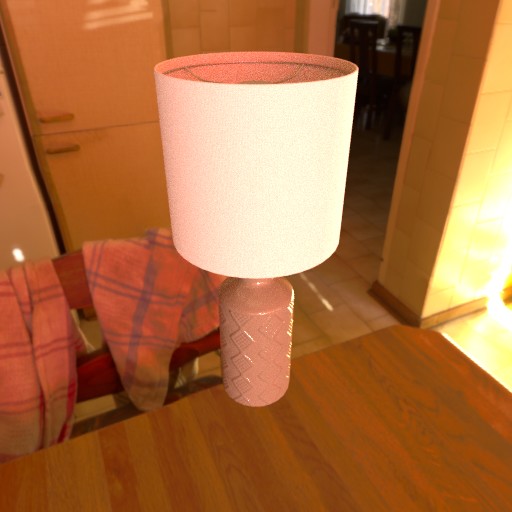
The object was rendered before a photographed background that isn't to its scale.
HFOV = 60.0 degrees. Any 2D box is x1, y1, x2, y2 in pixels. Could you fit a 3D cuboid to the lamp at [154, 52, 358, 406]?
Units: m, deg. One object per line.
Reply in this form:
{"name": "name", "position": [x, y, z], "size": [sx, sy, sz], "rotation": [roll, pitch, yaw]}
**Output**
{"name": "lamp", "position": [0.000, 0.000, 0.576], "size": [0.207, 0.461, 0.207], "rotation": [20, 37, 29]}
